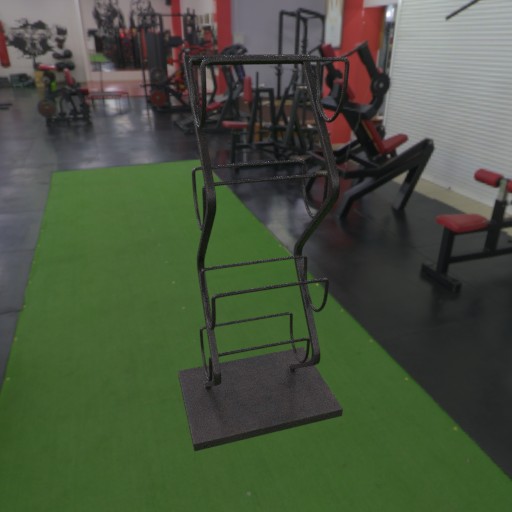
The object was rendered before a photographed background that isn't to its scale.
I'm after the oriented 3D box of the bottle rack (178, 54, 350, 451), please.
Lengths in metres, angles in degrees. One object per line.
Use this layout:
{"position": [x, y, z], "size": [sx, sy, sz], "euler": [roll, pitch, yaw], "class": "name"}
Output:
{"position": [0.000, 0.000, 0.677], "size": [0.254, 0.559, 0.178], "euler": [-7, 27, -15], "class": "bottle rack"}
